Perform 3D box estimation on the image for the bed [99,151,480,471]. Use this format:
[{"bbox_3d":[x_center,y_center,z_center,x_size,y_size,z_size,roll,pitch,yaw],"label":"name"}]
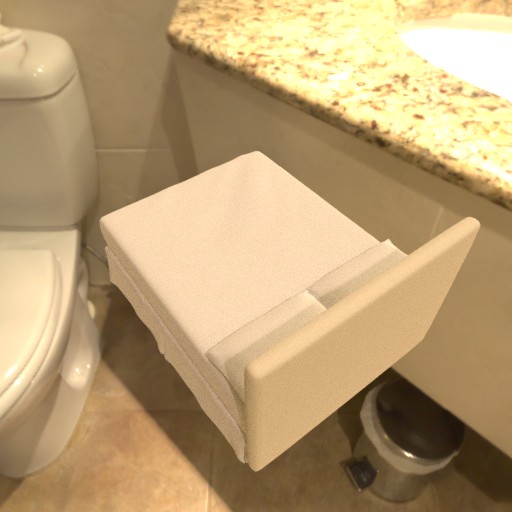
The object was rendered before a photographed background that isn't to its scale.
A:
[{"bbox_3d":[0.000,0.000,3.253,1.714,1.330,2.147,-29,54,-24],"label":"bed"}]
